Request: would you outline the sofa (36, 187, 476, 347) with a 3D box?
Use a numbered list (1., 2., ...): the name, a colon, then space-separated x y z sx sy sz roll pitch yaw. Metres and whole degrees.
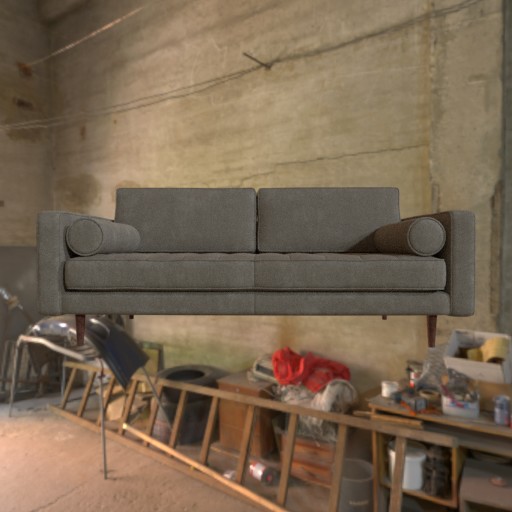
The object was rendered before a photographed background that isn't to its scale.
1. sofa: 0.000 0.000 2.279 1.883 0.769 0.920 0 1 1
